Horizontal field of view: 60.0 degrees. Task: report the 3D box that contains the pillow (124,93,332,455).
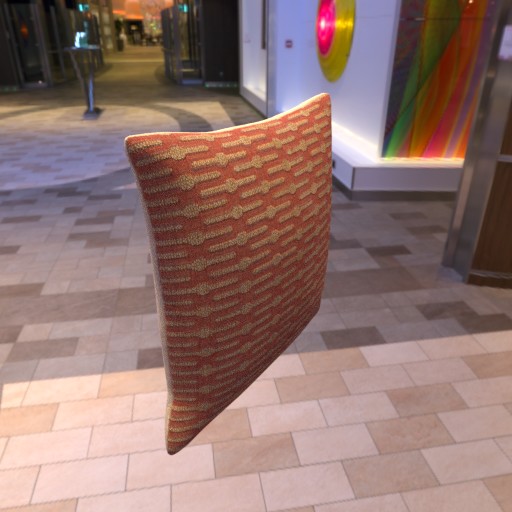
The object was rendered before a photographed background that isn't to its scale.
[{"bbox_3d":[0.000,0.000,0.786,0.182,0.503,0.511,17,32,30],"label":"pillow"}]
